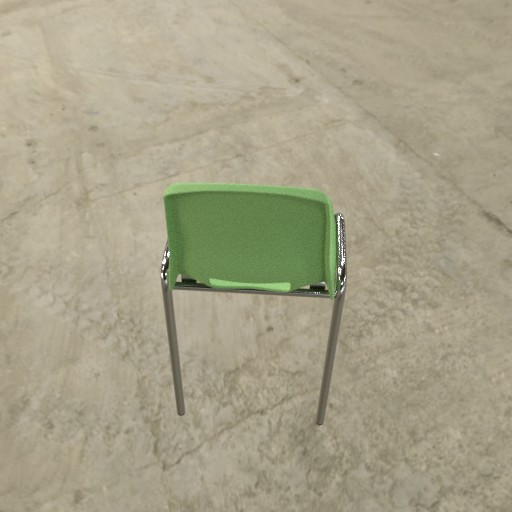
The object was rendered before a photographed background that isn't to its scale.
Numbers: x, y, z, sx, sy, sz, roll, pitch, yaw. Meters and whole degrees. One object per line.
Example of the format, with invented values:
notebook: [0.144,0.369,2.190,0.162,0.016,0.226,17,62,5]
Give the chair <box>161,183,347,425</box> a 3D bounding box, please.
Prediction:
chair: [0.000,0.000,0.959,0.381,0.704,0.436,3,47,3]
